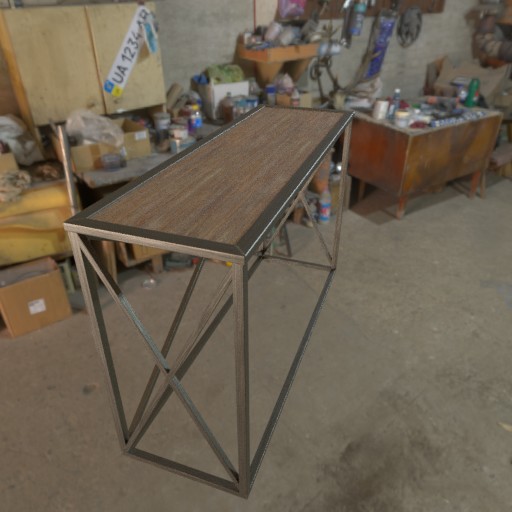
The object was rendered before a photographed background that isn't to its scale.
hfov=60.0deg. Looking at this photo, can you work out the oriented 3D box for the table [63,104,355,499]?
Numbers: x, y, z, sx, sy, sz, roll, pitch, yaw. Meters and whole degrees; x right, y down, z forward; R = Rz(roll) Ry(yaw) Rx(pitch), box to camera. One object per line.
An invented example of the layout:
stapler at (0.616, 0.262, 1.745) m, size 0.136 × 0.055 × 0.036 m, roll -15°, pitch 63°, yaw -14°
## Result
table at (0.000, 0.000, 1.531) m, size 0.402 × 0.753 × 1.216 m, roll 10°, pitch 32°, yaw 17°
